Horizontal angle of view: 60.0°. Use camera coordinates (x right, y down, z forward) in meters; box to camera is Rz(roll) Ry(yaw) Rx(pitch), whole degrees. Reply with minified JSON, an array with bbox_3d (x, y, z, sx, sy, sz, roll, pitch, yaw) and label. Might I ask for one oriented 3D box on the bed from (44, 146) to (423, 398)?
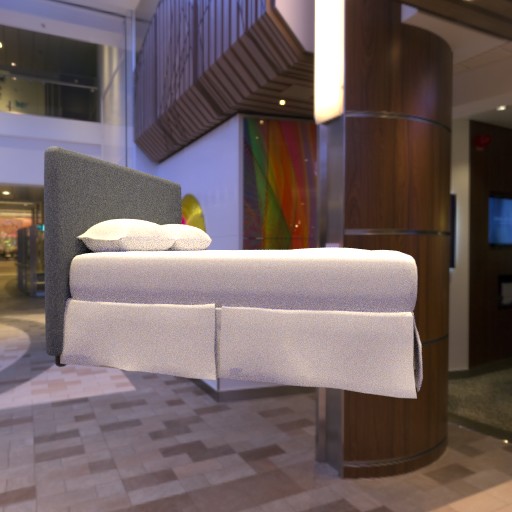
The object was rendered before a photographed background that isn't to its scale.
[{"bbox_3d":[0.000,0.000,3.131,2.142,1.330,1.723,0,1,17],"label":"bed"}]
